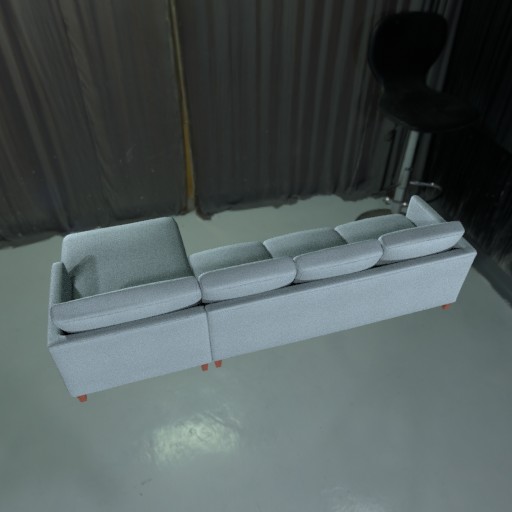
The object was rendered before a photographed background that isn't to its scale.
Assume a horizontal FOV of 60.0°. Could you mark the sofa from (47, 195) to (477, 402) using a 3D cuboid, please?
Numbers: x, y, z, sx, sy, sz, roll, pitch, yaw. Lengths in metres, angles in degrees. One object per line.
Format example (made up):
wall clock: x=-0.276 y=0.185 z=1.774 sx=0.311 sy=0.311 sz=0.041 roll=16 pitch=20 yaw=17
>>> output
sofa: x=0.000 y=0.000 z=4.084 sx=3.471 sy=0.950 sz=1.604 roll=-11 pitch=43 yaw=-13
